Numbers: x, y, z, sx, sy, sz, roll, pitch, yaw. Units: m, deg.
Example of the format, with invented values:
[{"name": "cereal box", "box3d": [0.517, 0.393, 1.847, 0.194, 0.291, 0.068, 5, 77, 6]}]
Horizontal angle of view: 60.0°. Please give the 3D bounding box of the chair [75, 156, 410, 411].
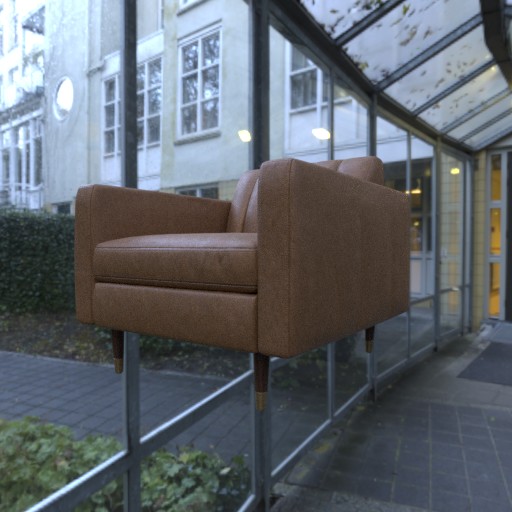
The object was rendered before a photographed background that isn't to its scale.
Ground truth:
[{"name": "chair", "box3d": [0.000, 0.000, 1.710, 0.953, 0.819, 0.998, 1, 2, 35]}]
